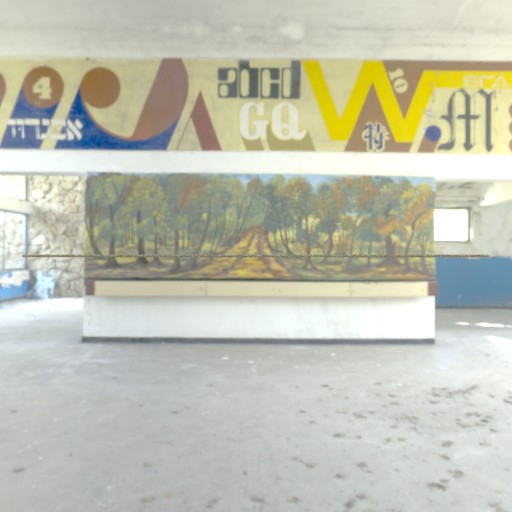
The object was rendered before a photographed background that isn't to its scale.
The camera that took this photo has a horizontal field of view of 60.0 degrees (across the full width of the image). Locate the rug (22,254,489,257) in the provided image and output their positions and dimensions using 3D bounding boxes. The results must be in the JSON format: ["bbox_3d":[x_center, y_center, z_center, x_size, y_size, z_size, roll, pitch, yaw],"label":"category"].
[{"bbox_3d":[0.000,0.000,2.341,1.824,0.010,1.240,0,0,1],"label":"rug"}]
